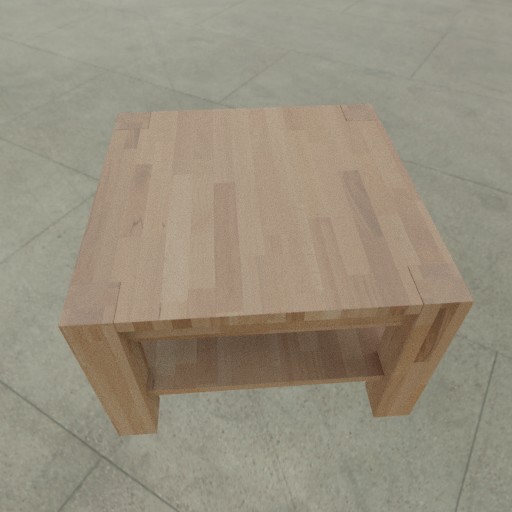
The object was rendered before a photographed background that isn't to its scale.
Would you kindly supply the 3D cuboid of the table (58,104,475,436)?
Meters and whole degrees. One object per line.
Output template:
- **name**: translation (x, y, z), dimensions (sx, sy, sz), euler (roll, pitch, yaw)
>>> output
- **table**: translation (0.000, 0.000, 1.144), dimensions (0.700, 0.451, 0.700), euler (-3, 46, -3)
